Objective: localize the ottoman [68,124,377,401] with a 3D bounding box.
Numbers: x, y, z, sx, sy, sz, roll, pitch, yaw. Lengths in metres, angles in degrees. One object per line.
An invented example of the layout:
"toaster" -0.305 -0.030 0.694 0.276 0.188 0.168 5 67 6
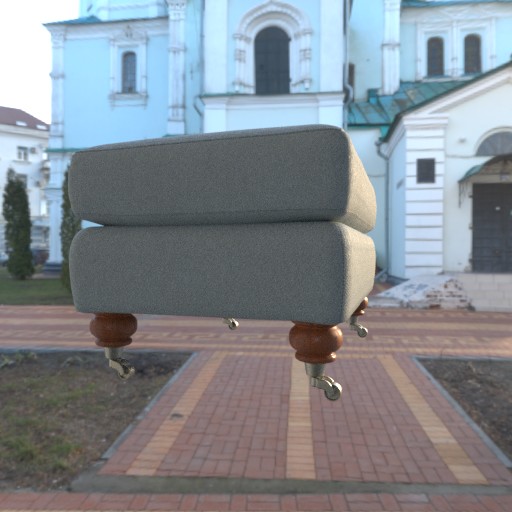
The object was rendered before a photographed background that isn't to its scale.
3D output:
"ottoman" 0.000 0.000 1.144 0.569 0.499 0.773 0 0 18
